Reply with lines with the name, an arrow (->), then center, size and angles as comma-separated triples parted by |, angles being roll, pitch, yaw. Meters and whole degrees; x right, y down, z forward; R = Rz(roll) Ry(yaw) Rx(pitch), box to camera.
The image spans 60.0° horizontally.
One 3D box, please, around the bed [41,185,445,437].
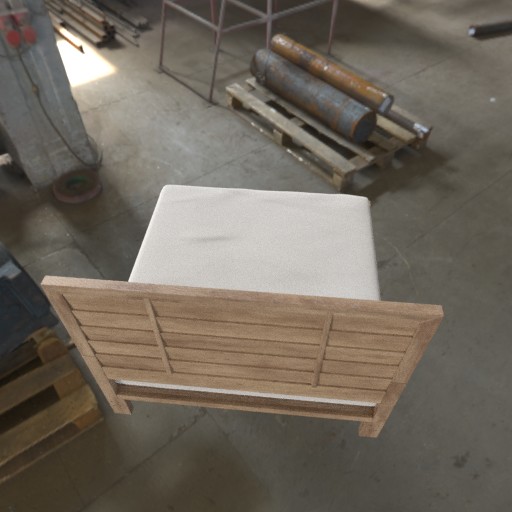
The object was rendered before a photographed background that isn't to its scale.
bed -> 0.000, 0.000, 3.496 | 2.032, 1.626, 2.062 | 4, 48, 4
